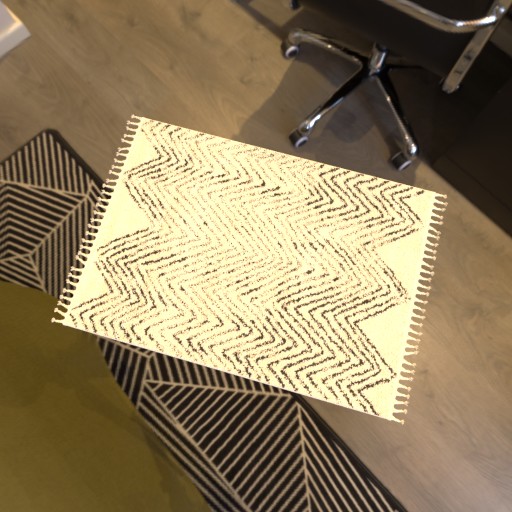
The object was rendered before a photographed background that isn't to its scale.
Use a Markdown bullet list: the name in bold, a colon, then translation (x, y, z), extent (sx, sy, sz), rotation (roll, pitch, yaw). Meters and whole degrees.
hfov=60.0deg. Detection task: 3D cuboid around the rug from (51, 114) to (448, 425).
- **rug**: translation (0.000, 0.000, 2.331), extent (1.847, 0.014, 1.230), rotation (15, 76, 4)
